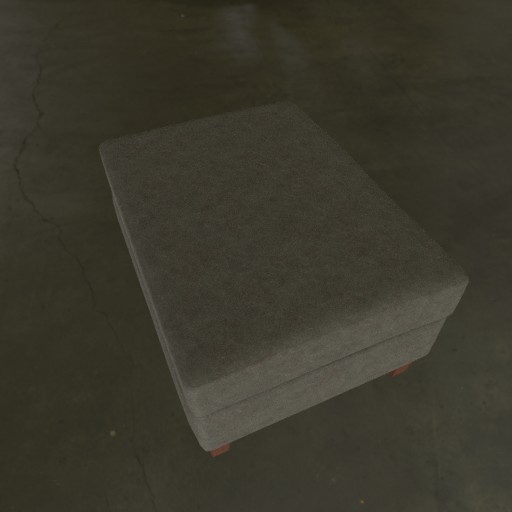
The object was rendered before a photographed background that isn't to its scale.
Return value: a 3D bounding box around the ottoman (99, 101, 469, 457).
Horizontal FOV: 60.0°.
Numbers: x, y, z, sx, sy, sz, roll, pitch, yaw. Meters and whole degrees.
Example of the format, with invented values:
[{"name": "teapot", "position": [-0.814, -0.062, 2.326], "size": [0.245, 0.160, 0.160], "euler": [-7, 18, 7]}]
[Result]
[{"name": "ottoman", "position": [0.000, 0.000, 1.236], "size": [0.639, 0.464, 0.839], "euler": [-18, 49, -16]}]
